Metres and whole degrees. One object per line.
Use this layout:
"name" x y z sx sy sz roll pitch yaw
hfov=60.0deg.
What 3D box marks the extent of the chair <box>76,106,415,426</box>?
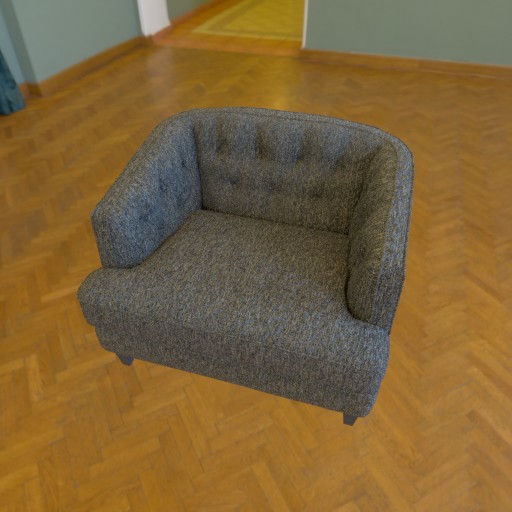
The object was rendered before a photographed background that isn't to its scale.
"chair" 0.000 0.000 1.788 1.104 0.852 0.941 11 41 13
